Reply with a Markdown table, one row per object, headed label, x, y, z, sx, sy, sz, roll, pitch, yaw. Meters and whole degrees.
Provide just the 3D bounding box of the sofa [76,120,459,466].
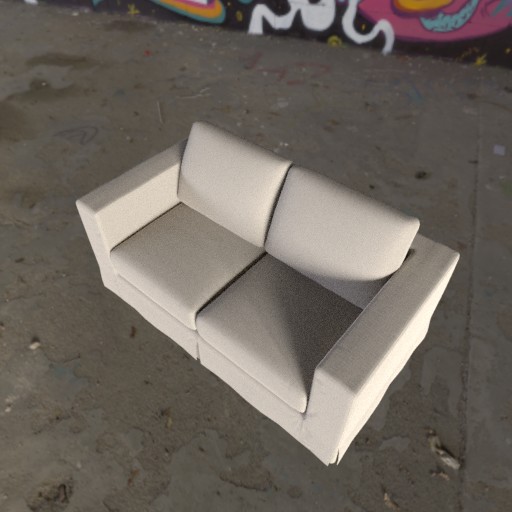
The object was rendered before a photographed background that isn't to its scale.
| label | x | y | z | sx | sy | sz | roll | pitch | yaw |
| --- | --- | --- | --- | --- | --- | --- | --- | --- | --- |
| sofa | 0.000 | 0.000 | 2.445 | 1.813 | 0.932 | 1.009 | 31 | 54 | 27 |
